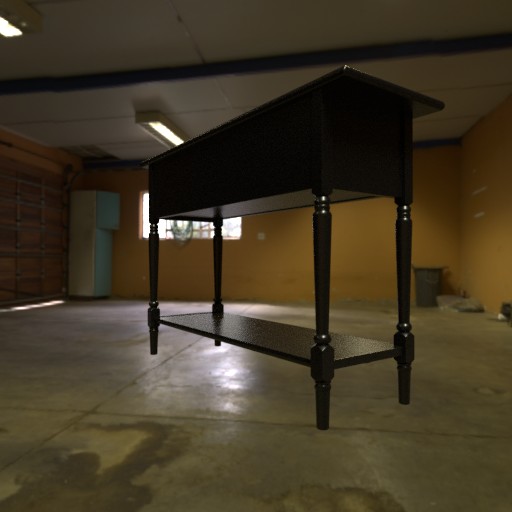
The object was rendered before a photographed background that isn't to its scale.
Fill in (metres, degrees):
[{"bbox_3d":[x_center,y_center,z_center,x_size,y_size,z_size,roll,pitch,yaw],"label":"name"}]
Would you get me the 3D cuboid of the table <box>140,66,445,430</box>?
[{"bbox_3d":[0.000,0.000,1.547,0.386,0.819,1.191,0,-1,-36],"label":"table"}]
